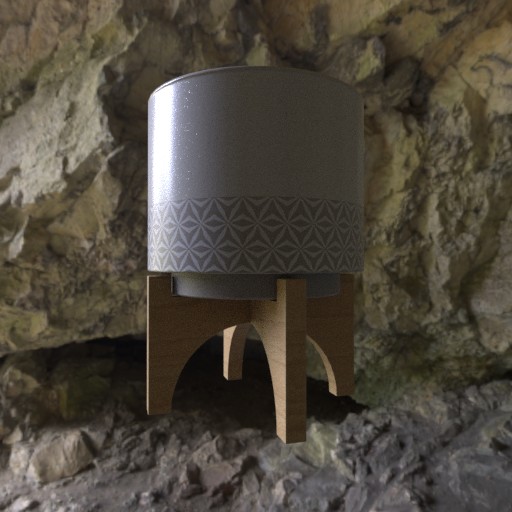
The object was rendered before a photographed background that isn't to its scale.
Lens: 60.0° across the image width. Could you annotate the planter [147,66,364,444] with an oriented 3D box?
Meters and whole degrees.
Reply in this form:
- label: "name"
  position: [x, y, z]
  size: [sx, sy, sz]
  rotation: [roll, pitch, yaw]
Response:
- label: "planter"
  position: [0.000, 0.000, 0.396]
  size: [0.188, 0.260, 0.188]
  rotation: [0, -1, 0]
